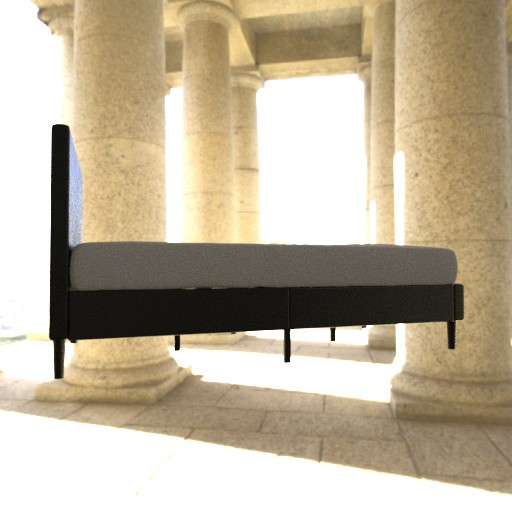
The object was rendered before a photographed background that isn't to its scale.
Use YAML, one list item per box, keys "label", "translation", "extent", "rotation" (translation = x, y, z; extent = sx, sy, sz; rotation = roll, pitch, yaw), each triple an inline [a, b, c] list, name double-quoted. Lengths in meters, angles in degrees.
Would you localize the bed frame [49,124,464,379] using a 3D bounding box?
- label: "bed frame"
  translation: [0.000, 0.000, 2.464]
  extent: [2.152, 1.046, 1.038]
  rotation: [0, -1, -19]
